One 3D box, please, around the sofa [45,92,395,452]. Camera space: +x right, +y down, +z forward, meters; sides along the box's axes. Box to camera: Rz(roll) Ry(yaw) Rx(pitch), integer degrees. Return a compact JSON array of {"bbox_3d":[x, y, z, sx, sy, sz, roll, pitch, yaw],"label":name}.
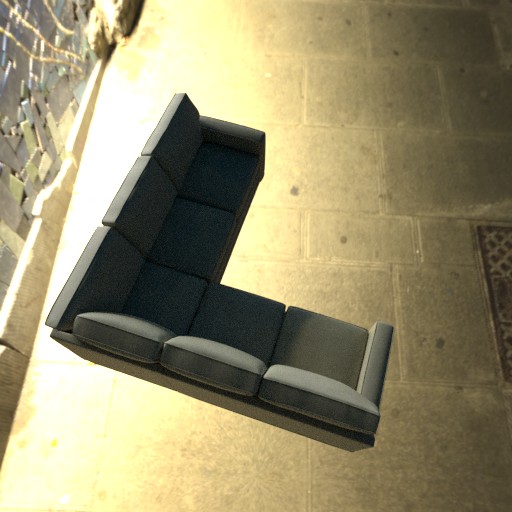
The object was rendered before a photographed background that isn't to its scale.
[{"bbox_3d":[0.000,0.000,3.428,2.188,0.936,2.211,16,65,8],"label":"sofa"}]
